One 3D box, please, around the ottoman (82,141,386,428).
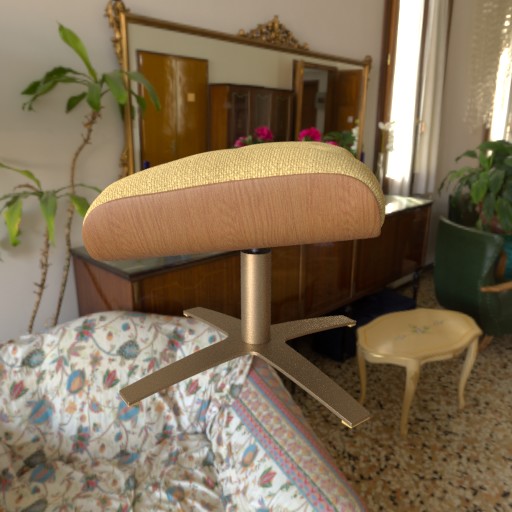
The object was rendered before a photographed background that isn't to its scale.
[{"bbox_3d":[0.000,0.000,0.794,0.394,0.391,0.520,2,16,8],"label":"ottoman"}]
